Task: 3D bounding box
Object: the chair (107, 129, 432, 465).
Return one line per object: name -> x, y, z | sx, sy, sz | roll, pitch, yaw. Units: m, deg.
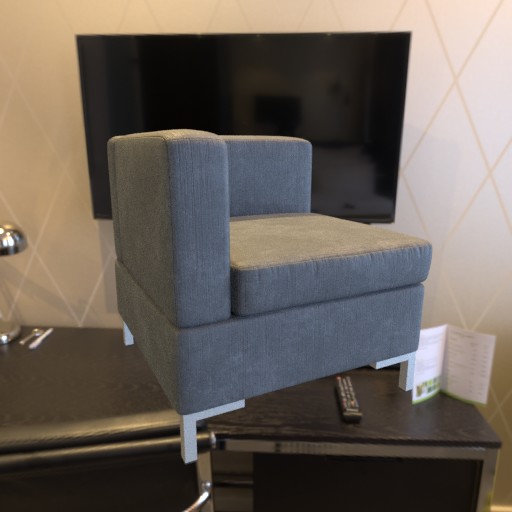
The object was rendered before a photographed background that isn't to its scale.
chair -> 0.000, 0.000, 1.238 | 0.680, 0.660, 0.680 | -7, 16, -26
